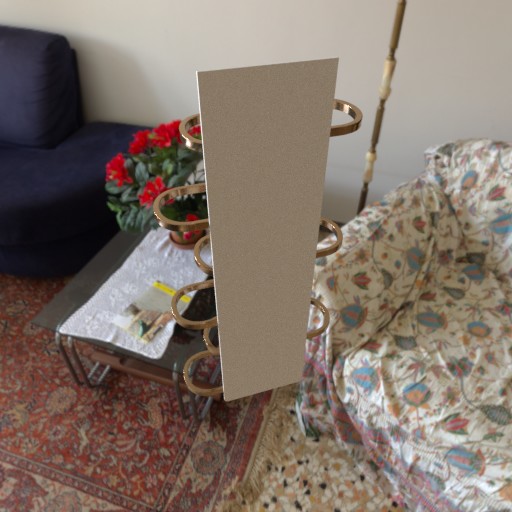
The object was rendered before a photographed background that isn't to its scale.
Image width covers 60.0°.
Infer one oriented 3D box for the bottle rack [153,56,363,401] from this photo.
[{"bbox_3d":[0.000,0.000,0.811,0.332,0.709,0.118,-12,42,-13],"label":"bottle rack"}]
